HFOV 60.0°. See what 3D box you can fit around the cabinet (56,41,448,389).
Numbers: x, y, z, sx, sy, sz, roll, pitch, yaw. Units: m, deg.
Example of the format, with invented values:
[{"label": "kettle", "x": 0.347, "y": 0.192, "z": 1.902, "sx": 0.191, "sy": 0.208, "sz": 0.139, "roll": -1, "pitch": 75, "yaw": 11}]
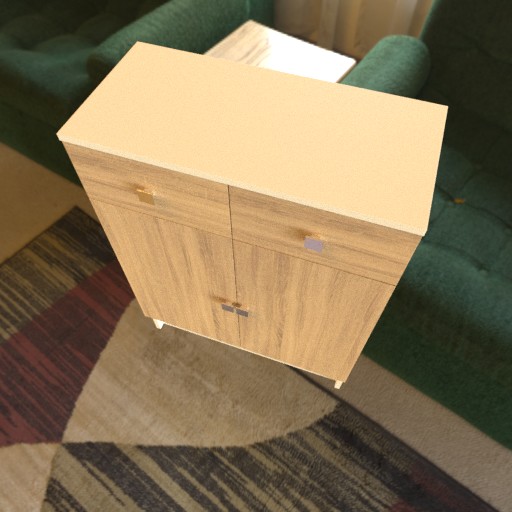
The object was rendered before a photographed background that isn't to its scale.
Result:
[{"label": "cabinet", "x": 0.000, "y": 0.000, "z": 1.084, "sx": 0.600, "sy": 0.815, "sz": 0.296, "roll": 16, "pitch": 58, "yaw": 10}]
